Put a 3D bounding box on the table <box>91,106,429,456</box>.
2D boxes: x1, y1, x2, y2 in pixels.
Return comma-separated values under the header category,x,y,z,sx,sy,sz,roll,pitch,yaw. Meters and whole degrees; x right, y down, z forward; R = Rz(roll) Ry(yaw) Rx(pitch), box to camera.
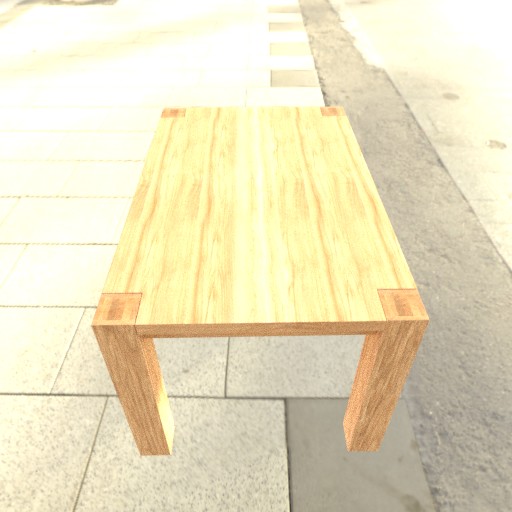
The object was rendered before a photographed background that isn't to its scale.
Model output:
category,x,y,z,sx,sy,sz,roll,pitch,yaw
table,0.000,0.000,1.949,0.900,0.760,1.400,-1,41,-1
